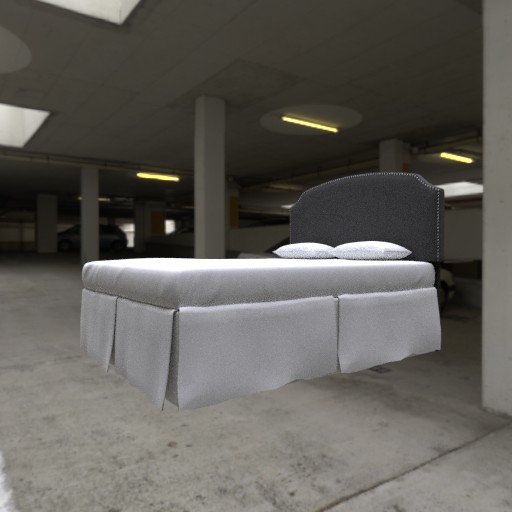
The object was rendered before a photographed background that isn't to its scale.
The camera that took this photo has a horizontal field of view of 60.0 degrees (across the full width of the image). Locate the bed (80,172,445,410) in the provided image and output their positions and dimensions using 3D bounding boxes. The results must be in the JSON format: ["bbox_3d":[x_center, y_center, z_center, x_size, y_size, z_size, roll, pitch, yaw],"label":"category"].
[{"bbox_3d":[0.000,0.000,2.975,1.999,1.270,1.558,0,1,-36],"label":"bed"}]
